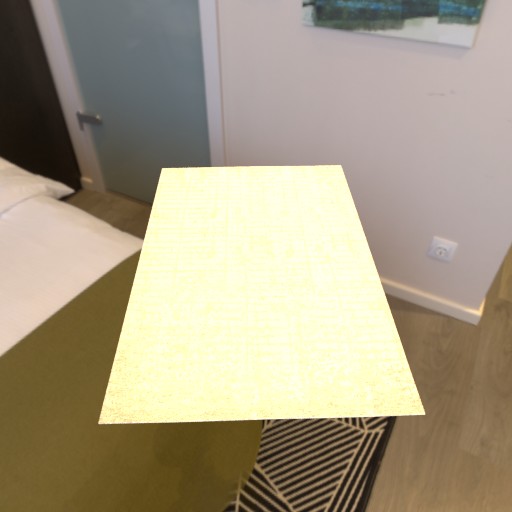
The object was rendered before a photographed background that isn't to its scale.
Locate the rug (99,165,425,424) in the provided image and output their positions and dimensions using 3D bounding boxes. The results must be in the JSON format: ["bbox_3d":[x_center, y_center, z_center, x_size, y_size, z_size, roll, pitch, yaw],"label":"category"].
[{"bbox_3d":[0.000,0.000,2.323,1.211,0.007,1.827,-1,42,-1],"label":"rug"}]
